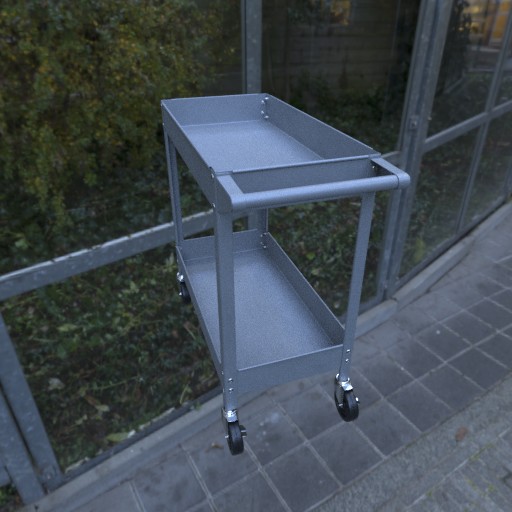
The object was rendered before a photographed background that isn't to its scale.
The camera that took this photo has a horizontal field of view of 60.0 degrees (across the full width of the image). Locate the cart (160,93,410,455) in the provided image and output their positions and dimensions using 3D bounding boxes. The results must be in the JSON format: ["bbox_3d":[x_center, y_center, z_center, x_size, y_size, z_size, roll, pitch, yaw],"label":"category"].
[{"bbox_3d":[0.000,0.000,1.235,0.366,0.719,0.779,-10,32,-16],"label":"cart"}]
